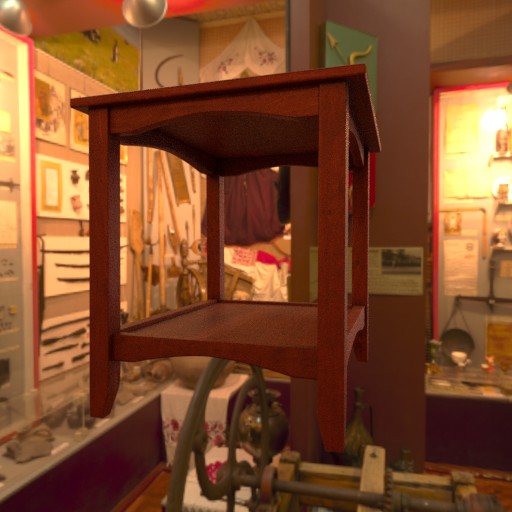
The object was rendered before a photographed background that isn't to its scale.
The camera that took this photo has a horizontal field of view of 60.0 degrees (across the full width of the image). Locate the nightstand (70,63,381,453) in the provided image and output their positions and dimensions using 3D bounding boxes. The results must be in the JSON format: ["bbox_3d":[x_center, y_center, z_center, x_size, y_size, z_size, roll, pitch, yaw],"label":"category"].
[{"bbox_3d":[0.000,0.000,0.965,0.501,0.558,0.558,1,2,18],"label":"nightstand"}]
